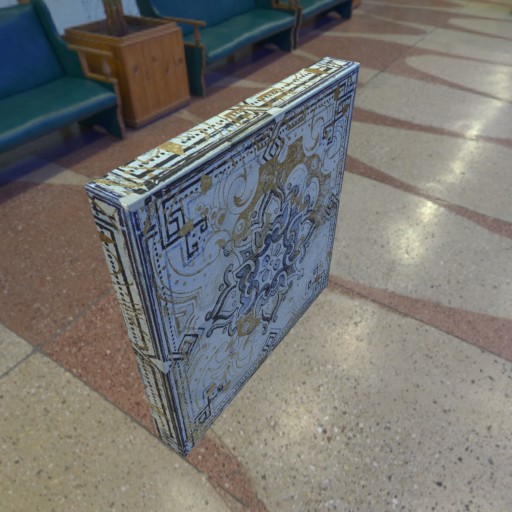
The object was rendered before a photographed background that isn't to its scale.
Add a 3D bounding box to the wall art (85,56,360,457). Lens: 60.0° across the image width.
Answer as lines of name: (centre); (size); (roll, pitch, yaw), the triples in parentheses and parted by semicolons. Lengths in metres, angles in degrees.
wall art: (0.000, 0.000, 0.449); (0.038, 0.306, 0.302); (25, 46, 26)
